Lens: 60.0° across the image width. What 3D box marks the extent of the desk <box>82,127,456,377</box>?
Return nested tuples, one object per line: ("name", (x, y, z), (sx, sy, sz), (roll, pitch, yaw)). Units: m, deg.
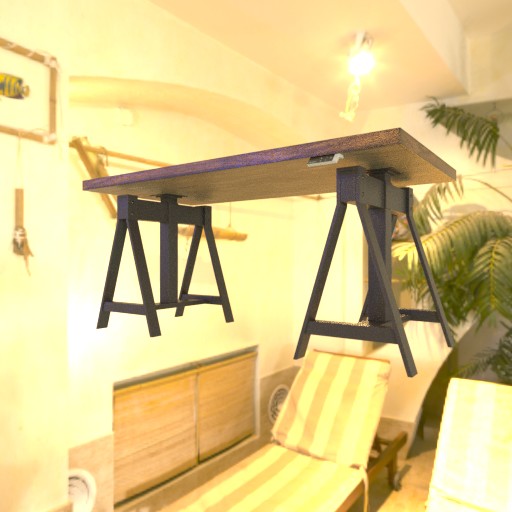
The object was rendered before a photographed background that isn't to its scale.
("desk", (0.000, 0.000, 1.995), (1.543, 0.725, 0.784), (0, 0, 35))
